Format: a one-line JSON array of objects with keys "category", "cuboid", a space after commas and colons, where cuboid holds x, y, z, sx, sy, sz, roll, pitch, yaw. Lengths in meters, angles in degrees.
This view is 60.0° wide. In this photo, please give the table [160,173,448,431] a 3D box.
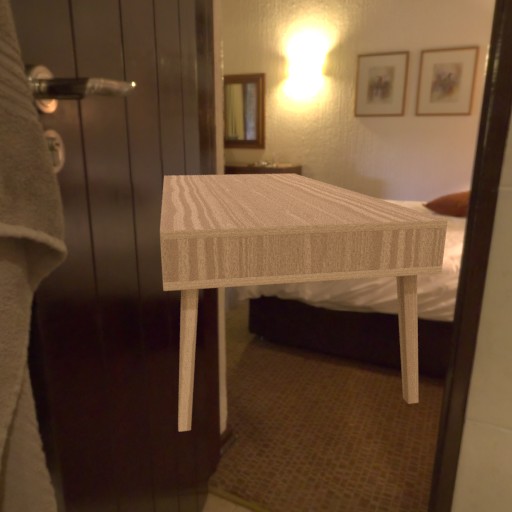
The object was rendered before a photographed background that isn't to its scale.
[{"category": "table", "cuboid": [0.000, 0.000, 1.514, 0.600, 0.450, 1.200, -3, 15, -11]}]
